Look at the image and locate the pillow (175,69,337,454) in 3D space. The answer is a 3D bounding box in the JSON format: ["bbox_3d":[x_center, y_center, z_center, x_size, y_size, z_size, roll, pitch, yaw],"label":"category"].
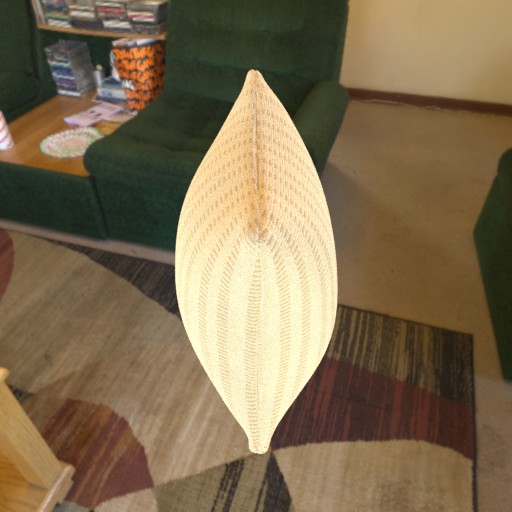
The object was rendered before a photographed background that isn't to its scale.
[{"bbox_3d":[0.000,0.000,0.685,0.247,0.419,0.438,0,42,0],"label":"pillow"}]
